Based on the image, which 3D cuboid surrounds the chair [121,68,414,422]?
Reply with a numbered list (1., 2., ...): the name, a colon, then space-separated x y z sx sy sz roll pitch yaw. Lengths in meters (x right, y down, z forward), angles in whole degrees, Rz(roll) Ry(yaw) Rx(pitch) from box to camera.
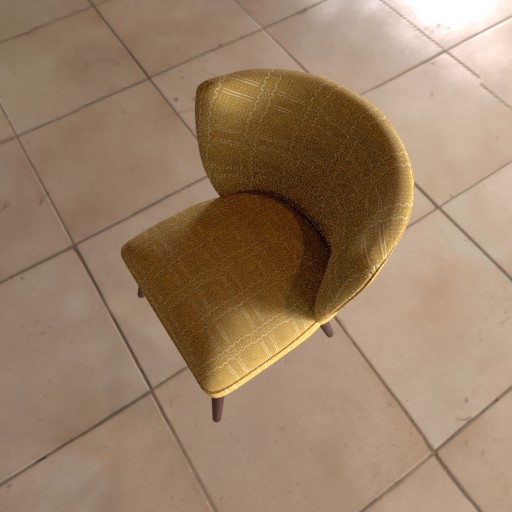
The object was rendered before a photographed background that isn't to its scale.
1. chair: 0.000 0.000 1.412 0.758 0.866 0.706 -31 67 -15
